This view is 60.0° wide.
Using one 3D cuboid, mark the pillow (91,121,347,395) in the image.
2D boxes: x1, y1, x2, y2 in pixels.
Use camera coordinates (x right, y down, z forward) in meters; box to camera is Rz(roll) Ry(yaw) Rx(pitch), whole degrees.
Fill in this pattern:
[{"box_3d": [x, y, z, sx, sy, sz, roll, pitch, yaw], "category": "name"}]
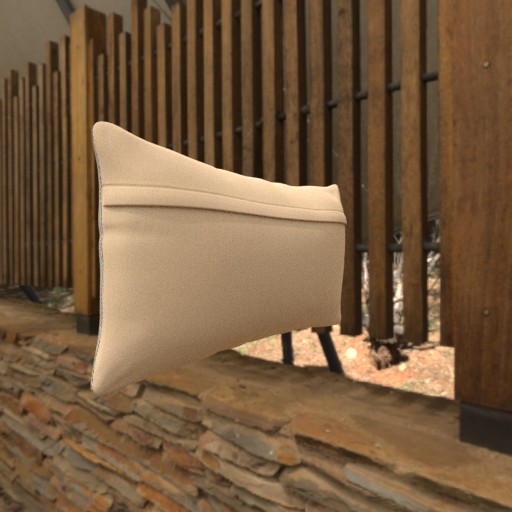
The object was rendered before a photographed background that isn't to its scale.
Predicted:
[{"box_3d": [0.000, 0.000, 0.728, 0.148, 0.307, 0.604, 1, 1, 37], "category": "pillow"}]
